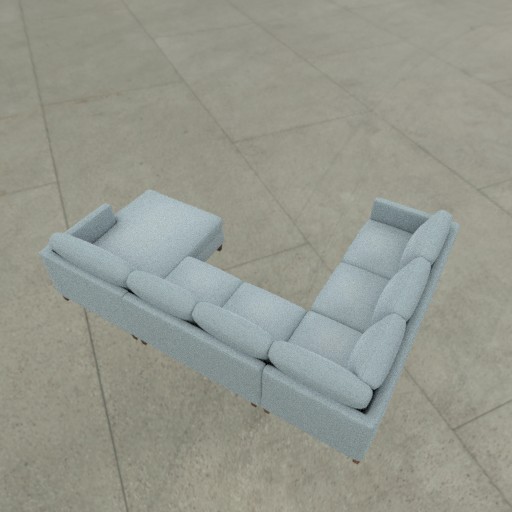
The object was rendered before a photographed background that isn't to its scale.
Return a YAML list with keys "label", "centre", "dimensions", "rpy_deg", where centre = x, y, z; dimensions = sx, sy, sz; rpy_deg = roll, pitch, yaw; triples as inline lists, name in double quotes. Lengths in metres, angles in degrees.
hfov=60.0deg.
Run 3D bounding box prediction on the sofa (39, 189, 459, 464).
- label: "sofa"
  centre: [0.000, 0.000, 4.552]
  dimensions: [3.403, 0.889, 2.551]
  rpy_deg: [23, 49, 21]
